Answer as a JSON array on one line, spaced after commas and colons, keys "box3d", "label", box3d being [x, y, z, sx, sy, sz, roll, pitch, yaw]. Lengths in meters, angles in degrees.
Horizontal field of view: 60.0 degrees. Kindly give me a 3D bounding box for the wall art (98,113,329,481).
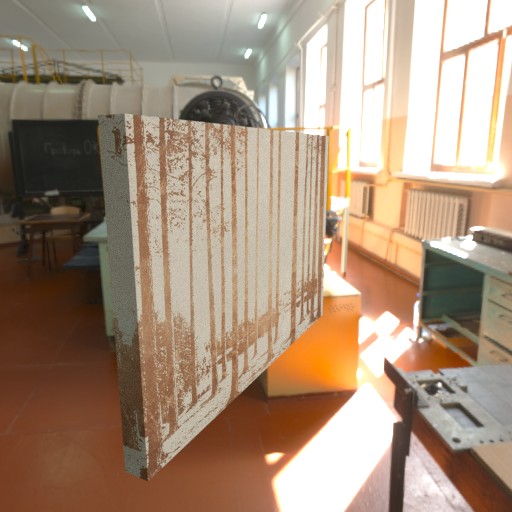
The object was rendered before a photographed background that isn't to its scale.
[{"box3d": [0.000, 0.000, 0.736, 0.035, 0.405, 0.609, 7, 15, 27], "label": "wall art"}]
